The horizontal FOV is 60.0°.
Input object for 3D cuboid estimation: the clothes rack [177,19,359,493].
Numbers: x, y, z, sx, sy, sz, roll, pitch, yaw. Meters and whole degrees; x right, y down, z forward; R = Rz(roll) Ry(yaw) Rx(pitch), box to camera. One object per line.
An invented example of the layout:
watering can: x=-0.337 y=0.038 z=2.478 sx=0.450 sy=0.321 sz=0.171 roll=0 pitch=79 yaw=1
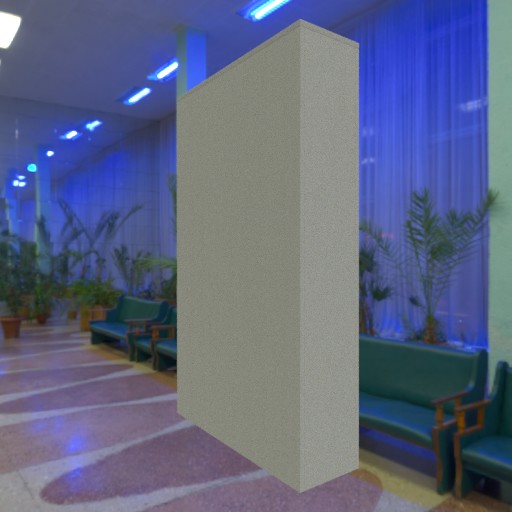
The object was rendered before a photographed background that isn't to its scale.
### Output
clothes rack: x=0.000 y=0.000 z=1.573 sx=0.250 sy=1.280 sz=0.750 roll=0 pitch=0 yaw=-36
